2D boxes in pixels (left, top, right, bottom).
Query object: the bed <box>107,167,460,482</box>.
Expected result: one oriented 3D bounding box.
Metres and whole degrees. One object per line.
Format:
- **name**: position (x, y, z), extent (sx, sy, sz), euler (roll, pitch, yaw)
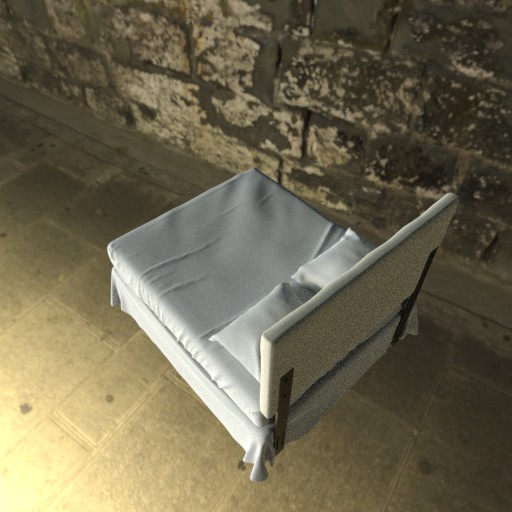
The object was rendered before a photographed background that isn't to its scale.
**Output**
- **bed**: position (0.000, 0.000, 3.495), extent (1.936, 1.577, 2.222), euler (-33, 55, -27)
